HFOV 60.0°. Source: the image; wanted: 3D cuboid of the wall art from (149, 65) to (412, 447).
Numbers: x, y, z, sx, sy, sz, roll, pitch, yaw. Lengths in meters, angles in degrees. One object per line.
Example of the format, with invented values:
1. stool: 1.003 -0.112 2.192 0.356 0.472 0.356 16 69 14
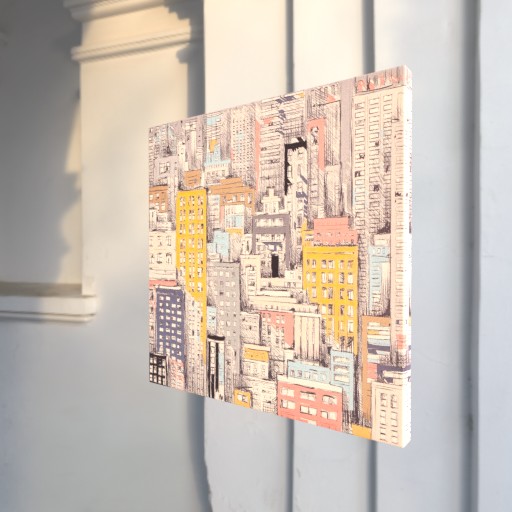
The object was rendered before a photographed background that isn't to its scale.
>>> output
1. wall art: 0.000 0.000 1.119 0.761 0.762 0.048 0 1 36
